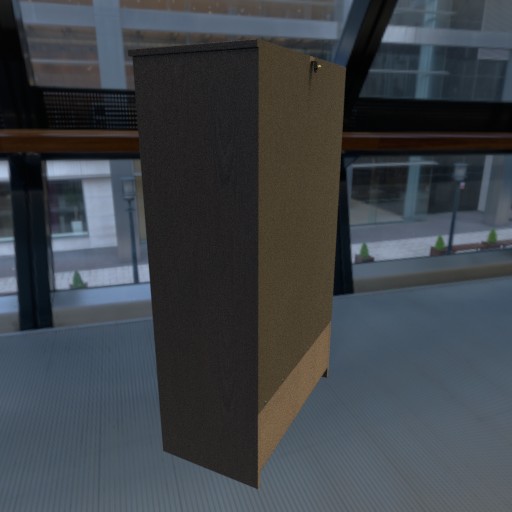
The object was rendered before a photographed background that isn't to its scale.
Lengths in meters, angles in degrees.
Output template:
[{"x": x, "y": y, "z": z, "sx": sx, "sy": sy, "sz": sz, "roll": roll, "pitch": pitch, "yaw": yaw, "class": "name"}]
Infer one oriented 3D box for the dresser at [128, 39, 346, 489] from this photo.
[{"x": 0.000, "y": 0.000, "z": 1.540, "sx": 0.418, "sy": 1.254, "sz": 0.704, "roll": 9, "pitch": 20, "yaw": 25, "class": "dresser"}]
